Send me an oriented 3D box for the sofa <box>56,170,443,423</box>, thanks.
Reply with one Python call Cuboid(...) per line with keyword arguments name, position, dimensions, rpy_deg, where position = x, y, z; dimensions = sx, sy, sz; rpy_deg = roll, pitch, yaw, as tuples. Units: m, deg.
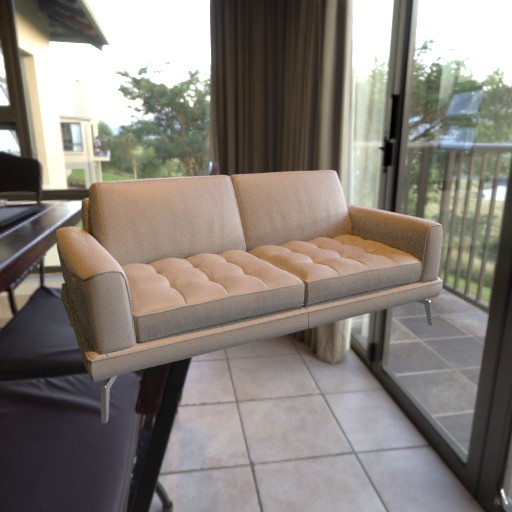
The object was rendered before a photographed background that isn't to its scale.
Cuboid(name="sofa", position=(0.000, 0.000, 2.715), dimensions=(2.177, 0.930, 1.121), rpy_deg=(-8, 18, -27))
